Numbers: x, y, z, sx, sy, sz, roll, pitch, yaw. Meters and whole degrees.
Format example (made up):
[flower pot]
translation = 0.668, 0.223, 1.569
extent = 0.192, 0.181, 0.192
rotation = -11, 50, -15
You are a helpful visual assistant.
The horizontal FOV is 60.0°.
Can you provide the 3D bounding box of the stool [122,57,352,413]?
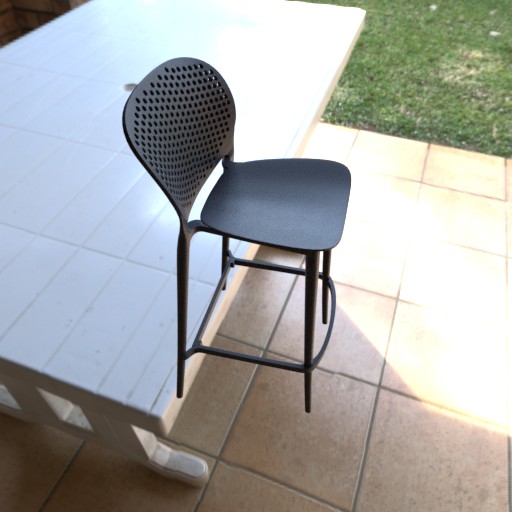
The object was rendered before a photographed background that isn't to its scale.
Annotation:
[stool]
translation = 0.000, 0.000, 1.344
extent = 0.535, 1.045, 0.536
rotation = 11, 47, 10
